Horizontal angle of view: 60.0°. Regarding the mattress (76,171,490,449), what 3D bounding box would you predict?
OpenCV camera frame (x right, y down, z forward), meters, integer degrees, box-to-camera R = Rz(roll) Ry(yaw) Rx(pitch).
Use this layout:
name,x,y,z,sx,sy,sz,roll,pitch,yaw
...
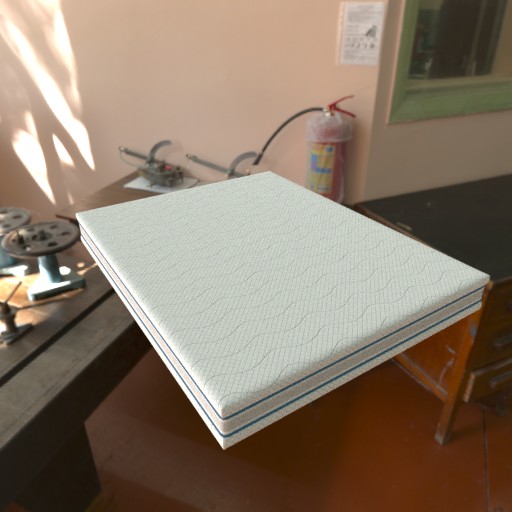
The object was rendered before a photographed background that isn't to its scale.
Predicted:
name,x,y,z,sx,sy,sz,roll,pitch,yaw
mattress,0.000,0.000,2.690,1.600,0.230,2.000,-18,34,-29
